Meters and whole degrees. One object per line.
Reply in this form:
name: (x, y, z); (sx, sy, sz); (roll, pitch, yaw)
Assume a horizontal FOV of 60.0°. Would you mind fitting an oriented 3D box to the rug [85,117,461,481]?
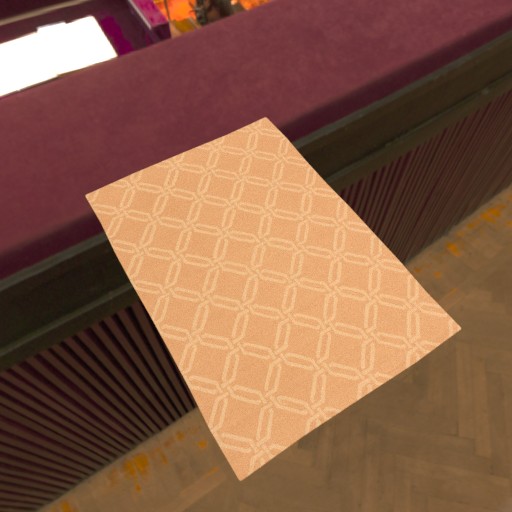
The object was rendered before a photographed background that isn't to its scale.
rug: (0.000, 0.000, 2.846); (1.524, 0.013, 2.135); (-28, 62, -16)
